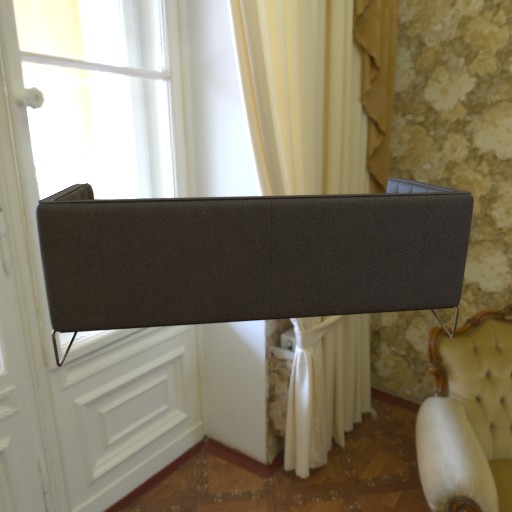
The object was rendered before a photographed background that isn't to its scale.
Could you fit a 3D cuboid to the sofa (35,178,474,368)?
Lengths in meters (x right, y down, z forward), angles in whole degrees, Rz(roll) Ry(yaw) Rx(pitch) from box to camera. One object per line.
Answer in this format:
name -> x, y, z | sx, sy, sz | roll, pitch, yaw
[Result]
sofa -> 0.000, 0.000, 2.525 | 2.087, 0.789, 0.867 | -2, 16, -9
